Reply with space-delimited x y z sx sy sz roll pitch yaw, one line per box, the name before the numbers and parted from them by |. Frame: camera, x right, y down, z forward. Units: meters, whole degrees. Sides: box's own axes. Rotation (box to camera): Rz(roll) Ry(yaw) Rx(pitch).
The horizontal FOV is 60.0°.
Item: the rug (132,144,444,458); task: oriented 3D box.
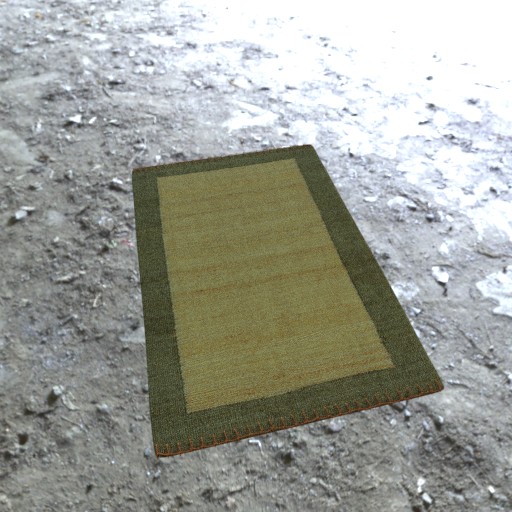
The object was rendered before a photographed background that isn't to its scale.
rug | 0.000 0.000 2.347 1.220 0.019 1.838 -10 49 -9
